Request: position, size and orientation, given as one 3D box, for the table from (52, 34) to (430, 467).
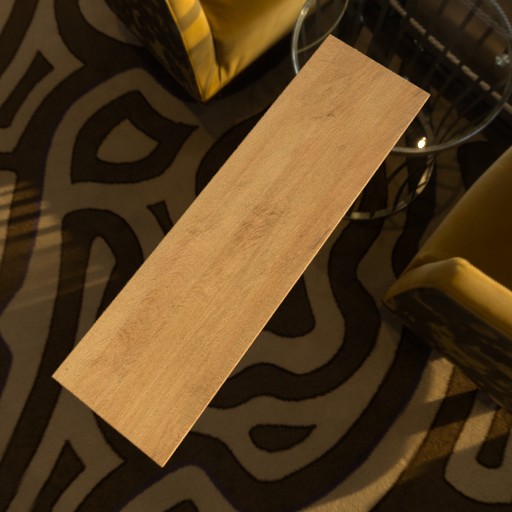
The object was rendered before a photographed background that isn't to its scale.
[{"bbox_3d":[0.000,0.000,1.736,0.399,0.799,1.400,35,79,8],"label":"table"}]
